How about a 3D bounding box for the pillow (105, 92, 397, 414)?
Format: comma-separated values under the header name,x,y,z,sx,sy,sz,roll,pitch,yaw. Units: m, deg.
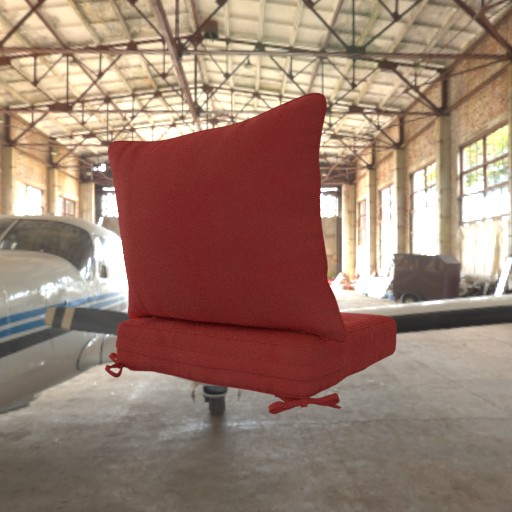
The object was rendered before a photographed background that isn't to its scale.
name,x,y,z,sx,sy,sz,roll,pitch,yaw
pillow,0.000,0.000,1.426,0.798,0.725,0.733,-1,-1,35
